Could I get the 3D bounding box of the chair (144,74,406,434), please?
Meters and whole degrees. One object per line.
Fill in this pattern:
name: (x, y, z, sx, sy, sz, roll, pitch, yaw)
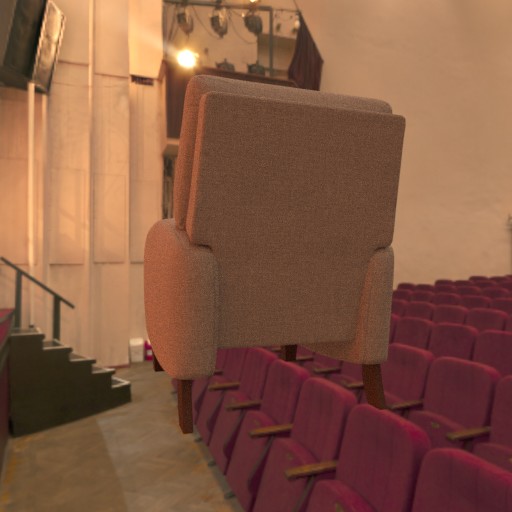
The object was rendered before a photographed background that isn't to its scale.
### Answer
chair: (0.000, 0.000, 1.653, 0.762, 0.990, 0.990, 0, -1, -19)
